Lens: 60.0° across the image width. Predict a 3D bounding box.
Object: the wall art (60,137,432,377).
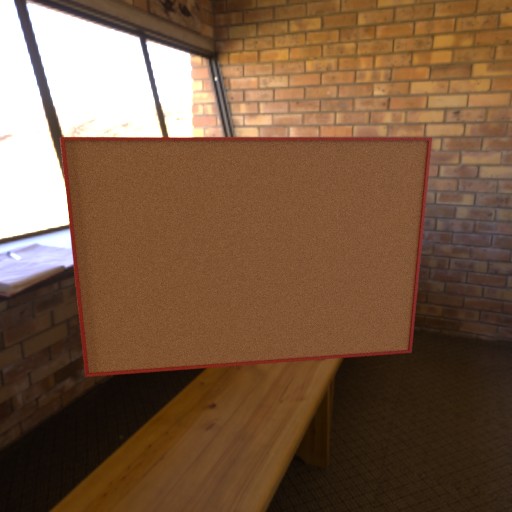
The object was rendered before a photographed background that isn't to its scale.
[{"bbox_3d":[0.000,0.000,0.782,0.607,0.405,0.033,-2,15,-8],"label":"wall art"}]
